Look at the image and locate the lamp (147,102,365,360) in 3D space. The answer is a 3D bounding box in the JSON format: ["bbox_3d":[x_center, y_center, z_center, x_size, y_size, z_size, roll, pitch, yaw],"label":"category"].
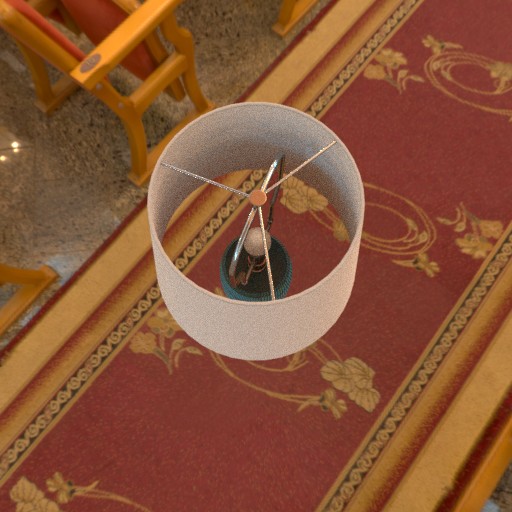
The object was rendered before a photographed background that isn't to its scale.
[{"bbox_3d":[0.000,0.000,0.554,0.254,0.392,0.254,0,76,0],"label":"lamp"}]
